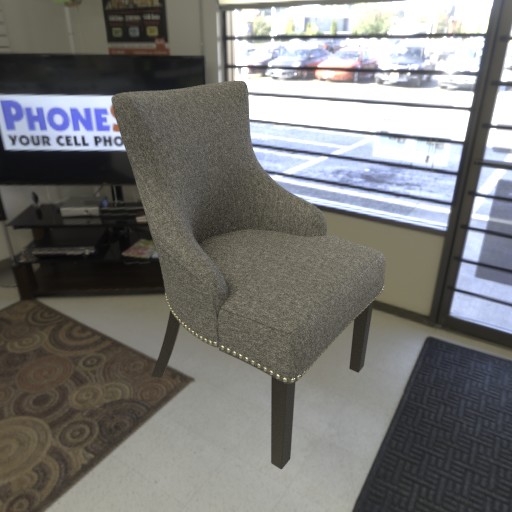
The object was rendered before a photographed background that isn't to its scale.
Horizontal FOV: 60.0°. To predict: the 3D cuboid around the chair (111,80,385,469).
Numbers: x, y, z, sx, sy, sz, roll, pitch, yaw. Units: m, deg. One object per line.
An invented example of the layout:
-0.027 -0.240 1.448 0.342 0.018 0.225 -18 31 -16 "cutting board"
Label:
0.000 0.000 1.299 0.629 0.909 0.566 18 31 32 "chair"
